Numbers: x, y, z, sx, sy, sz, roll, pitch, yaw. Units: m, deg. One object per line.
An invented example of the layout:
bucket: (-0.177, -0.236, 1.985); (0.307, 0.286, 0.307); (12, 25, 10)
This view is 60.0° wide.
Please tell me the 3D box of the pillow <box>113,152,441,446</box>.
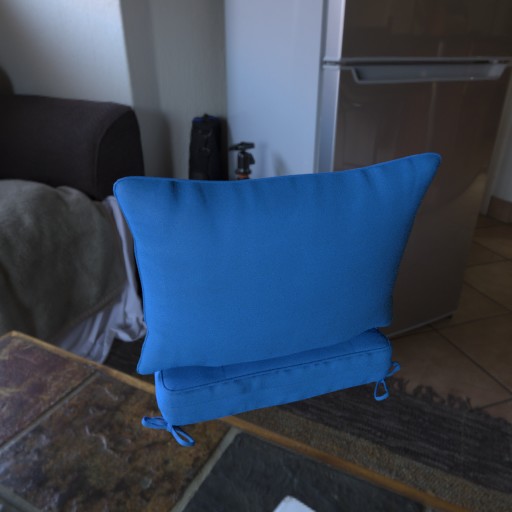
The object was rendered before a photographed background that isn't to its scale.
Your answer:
pillow: (0.000, 0.000, 1.368); (0.798, 0.725, 0.733); (-8, 28, -15)
